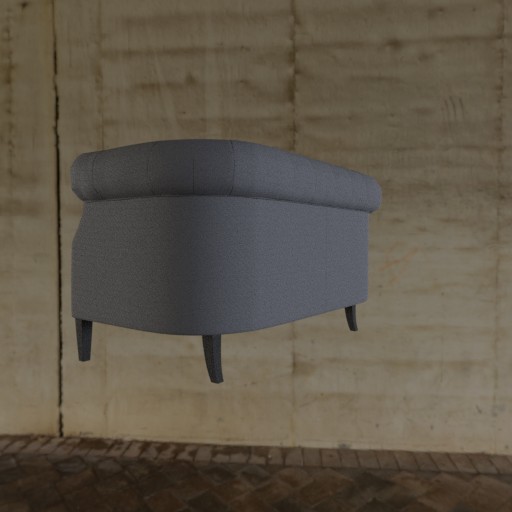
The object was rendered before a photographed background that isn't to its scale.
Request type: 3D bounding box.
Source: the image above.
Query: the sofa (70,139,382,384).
[{"bbox_3d":[0.000,0.000,2.097,0.835,0.827,1.558,2,2,37],"label":"sofa"}]
